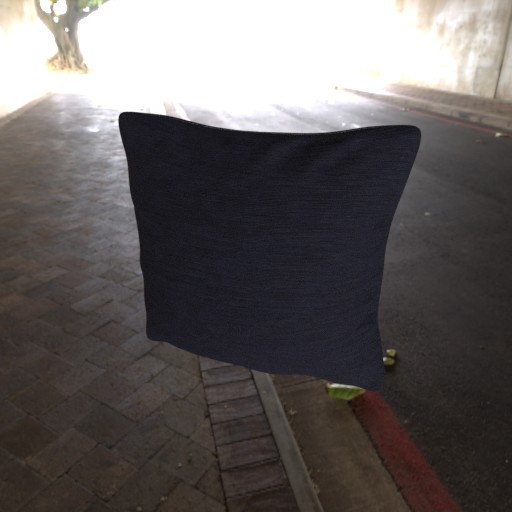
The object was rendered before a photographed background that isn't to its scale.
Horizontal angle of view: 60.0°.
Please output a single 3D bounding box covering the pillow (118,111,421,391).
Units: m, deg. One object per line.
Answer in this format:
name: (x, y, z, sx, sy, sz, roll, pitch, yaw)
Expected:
pillow: (0.000, 0.000, 0.685, 0.432, 0.414, 0.246, 8, 27, 17)
